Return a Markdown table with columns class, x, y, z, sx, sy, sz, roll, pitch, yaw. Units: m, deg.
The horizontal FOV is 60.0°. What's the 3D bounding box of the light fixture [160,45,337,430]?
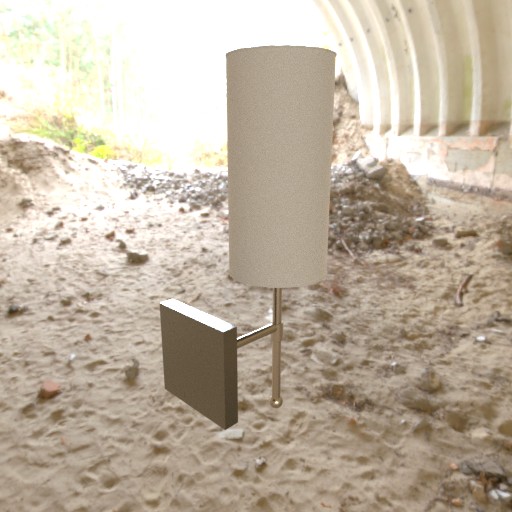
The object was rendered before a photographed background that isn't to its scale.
| class | x | y | z | sx | sy | sz | roll | pitch | yaw |
| --- | --- | --- | --- | --- | --- | --- | --- | --- | --- |
| light fixture | 0.000 | 0.000 | 0.543 | 0.128 | 0.462 | 0.208 | 15 | 21 | 43 |
